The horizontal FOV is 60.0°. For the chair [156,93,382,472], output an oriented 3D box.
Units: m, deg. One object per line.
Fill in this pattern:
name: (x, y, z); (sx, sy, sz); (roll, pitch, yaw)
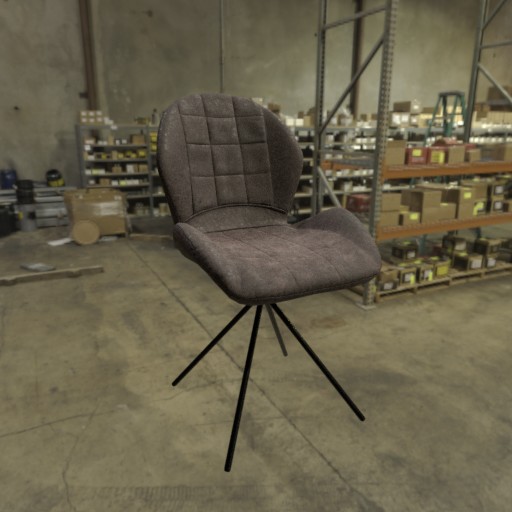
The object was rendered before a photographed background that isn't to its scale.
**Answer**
chair: (0.000, 0.000, 1.297); (0.527, 0.934, 0.640); (-8, 18, -26)
